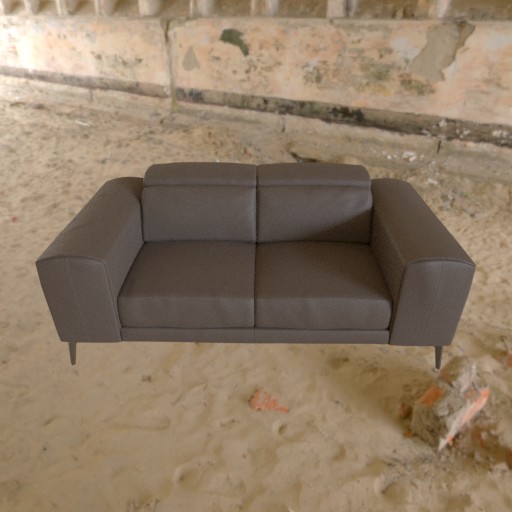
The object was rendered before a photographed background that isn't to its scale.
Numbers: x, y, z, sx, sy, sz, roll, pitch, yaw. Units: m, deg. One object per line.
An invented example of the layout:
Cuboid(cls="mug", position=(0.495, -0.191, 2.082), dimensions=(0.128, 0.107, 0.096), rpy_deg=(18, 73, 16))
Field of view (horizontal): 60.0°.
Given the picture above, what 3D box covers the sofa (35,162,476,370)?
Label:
Cuboid(cls="sofa", position=(0.000, 0.000, 2.400), dimensions=(1.895, 0.779, 1.003), rpy_deg=(0, 30, 1))
